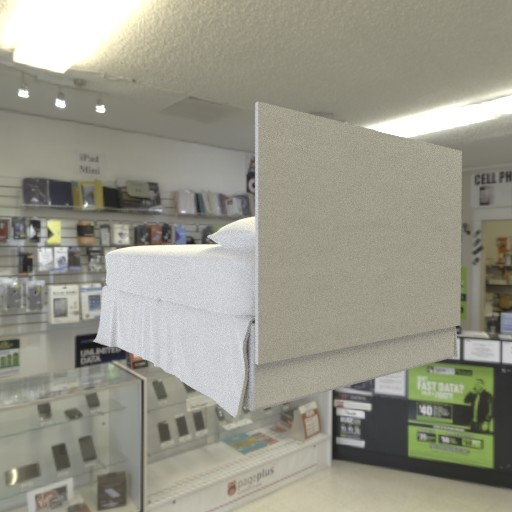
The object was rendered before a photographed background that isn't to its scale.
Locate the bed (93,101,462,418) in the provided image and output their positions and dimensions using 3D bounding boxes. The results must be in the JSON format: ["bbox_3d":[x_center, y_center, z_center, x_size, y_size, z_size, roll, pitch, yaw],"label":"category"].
[{"bbox_3d":[0.000,0.000,3.150,1.745,1.335,2.094,-1,1,-36],"label":"bed"}]
